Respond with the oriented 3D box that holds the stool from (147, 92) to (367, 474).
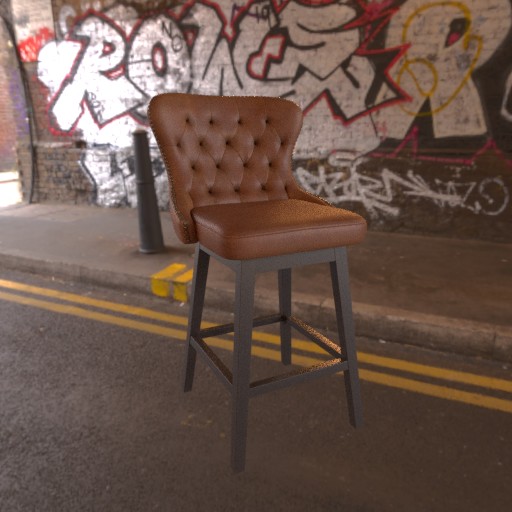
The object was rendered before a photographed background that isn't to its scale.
[{"bbox_3d":[0.000,0.000,1.362,0.528,0.971,0.593,-8,18,-26],"label":"stool"}]
